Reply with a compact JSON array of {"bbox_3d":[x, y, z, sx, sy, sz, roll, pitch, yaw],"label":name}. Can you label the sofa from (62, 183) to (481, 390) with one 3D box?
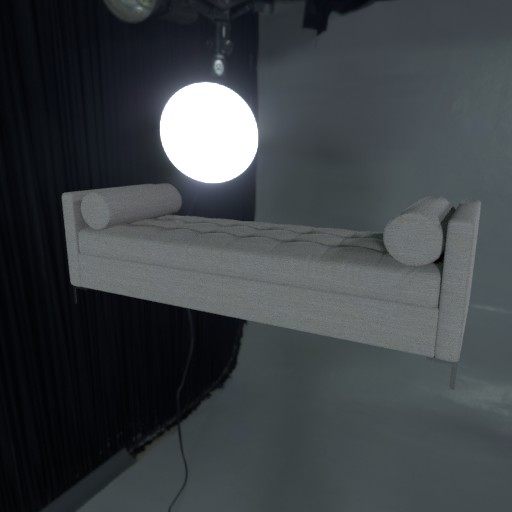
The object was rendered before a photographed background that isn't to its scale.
[{"bbox_3d":[0.000,0.000,2.258,1.981,0.635,0.686,7,15,27],"label":"sofa"}]
